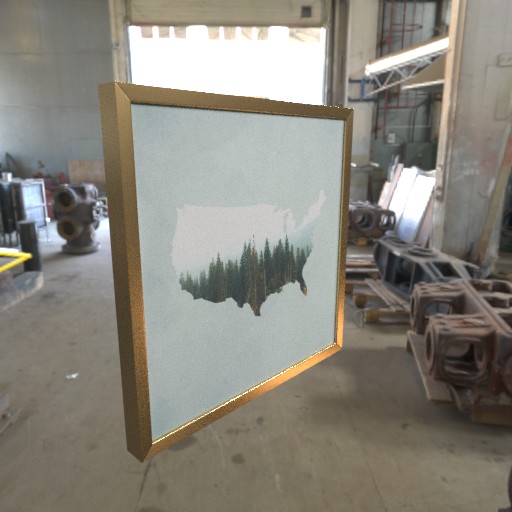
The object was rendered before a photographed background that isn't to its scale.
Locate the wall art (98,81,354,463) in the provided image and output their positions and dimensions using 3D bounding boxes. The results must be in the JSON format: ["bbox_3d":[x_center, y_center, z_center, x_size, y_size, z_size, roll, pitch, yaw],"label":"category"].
[{"bbox_3d":[0.000,0.000,0.760,0.040,0.509,0.509,13,19,42],"label":"wall art"}]
